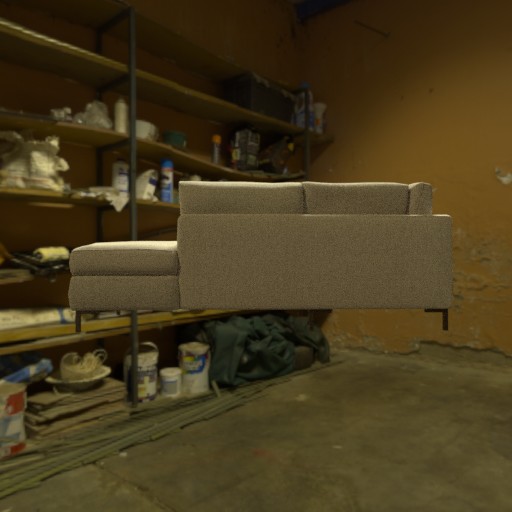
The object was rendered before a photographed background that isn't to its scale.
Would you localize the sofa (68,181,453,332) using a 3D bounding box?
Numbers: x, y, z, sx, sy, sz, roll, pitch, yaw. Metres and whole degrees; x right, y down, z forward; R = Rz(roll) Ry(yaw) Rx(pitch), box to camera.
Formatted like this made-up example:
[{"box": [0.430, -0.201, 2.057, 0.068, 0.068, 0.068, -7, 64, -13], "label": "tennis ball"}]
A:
[{"box": [0.000, 0.000, 3.483, 1.879, 0.756, 2.737, 0, 0, -1], "label": "sofa"}]
